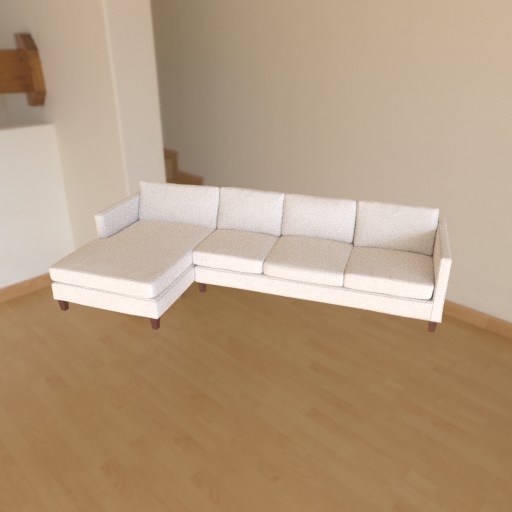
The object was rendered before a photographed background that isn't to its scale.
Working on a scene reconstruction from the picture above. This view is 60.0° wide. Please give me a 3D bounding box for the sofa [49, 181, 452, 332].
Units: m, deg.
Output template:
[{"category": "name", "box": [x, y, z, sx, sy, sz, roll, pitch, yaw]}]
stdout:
[{"category": "sofa", "box": [0.000, 0.000, 3.955, 3.186, 0.846, 1.625, 8, 26, 17]}]
